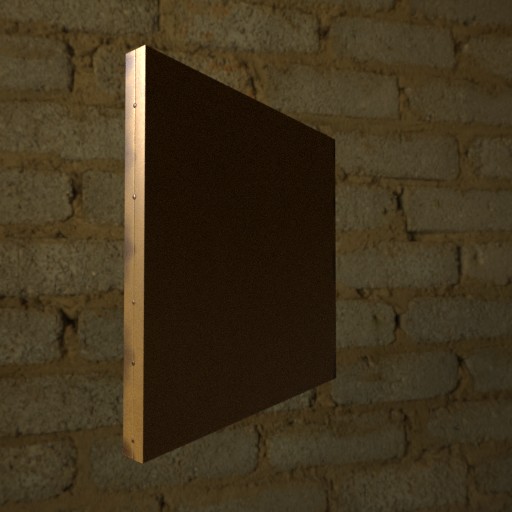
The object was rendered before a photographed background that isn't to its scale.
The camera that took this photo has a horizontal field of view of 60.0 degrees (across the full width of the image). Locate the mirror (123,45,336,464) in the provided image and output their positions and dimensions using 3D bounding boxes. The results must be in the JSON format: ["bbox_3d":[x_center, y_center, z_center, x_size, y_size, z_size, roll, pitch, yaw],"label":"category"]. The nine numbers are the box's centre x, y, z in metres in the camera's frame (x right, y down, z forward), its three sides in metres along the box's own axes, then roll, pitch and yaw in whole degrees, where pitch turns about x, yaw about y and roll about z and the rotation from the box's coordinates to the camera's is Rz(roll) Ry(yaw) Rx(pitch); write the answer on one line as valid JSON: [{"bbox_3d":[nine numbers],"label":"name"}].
[{"bbox_3d":[0.000,0.000,0.751,0.042,0.507,0.509,-1,-2,37],"label":"mirror"}]
